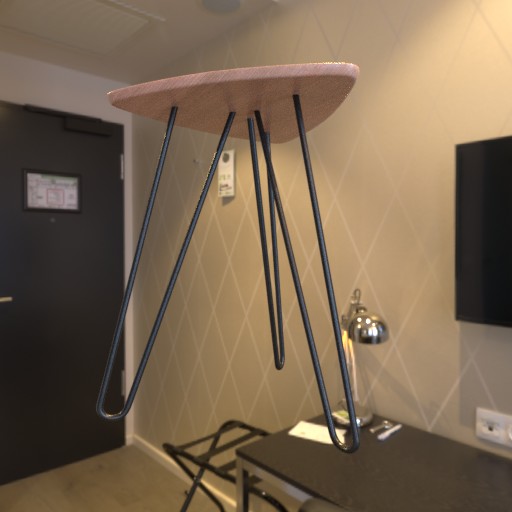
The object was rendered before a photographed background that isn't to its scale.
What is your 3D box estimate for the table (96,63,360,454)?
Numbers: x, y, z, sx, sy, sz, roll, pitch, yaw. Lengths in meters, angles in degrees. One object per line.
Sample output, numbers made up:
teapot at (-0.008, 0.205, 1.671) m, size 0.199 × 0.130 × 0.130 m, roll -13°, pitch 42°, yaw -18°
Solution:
table at (0.000, 0.000, 0.888) m, size 0.442 × 0.564 × 0.455 m, roll 0°, pitch 1°, yaw 18°
